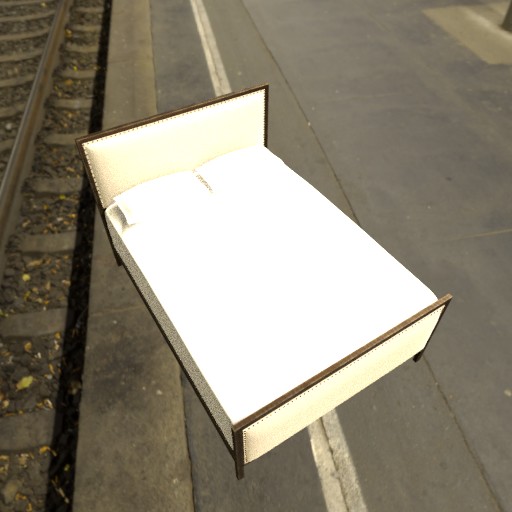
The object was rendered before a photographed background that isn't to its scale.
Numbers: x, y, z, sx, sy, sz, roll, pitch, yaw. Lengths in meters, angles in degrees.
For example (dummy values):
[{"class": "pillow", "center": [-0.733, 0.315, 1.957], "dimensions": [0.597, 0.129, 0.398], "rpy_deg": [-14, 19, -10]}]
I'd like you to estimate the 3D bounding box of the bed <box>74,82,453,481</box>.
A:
[{"class": "bed", "center": [0.000, 0.000, 3.230], "dimensions": [1.607, 1.313, 2.221], "rpy_deg": [-25, 52, -21]}]
